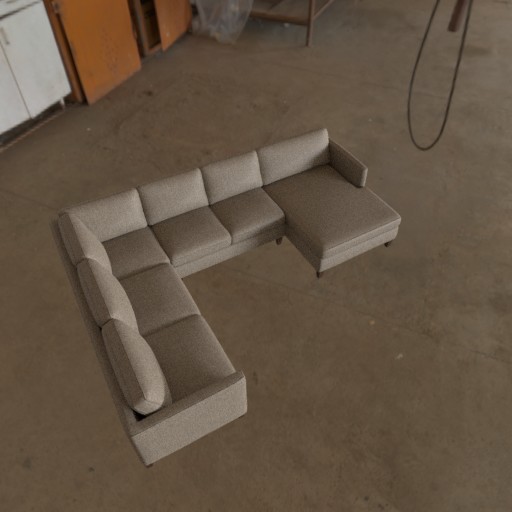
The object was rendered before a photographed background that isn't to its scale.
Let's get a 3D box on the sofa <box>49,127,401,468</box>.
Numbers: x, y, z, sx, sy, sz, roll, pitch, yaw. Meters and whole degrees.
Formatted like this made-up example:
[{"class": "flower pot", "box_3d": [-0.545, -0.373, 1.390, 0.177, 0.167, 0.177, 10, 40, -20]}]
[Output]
[{"class": "sofa", "box_3d": [0.000, 0.000, 4.445, 3.403, 0.889, 2.551, -22, 51, -20]}]
